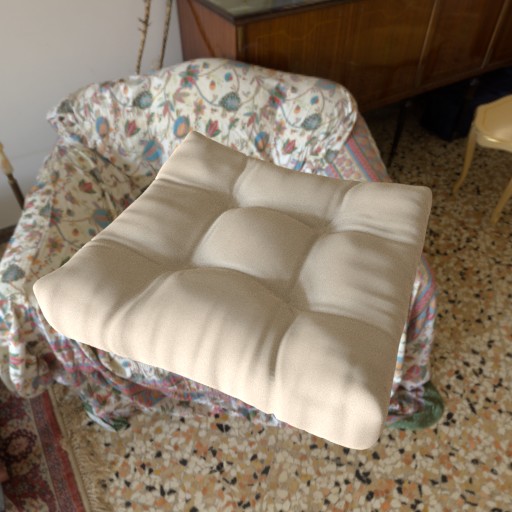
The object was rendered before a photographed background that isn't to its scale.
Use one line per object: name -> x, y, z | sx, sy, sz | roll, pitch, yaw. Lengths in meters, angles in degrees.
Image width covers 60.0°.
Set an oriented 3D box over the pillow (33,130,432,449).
pillow -> 0.000, 0.000, 0.710 | 0.490, 0.128, 0.468 | 17, 48, 16
